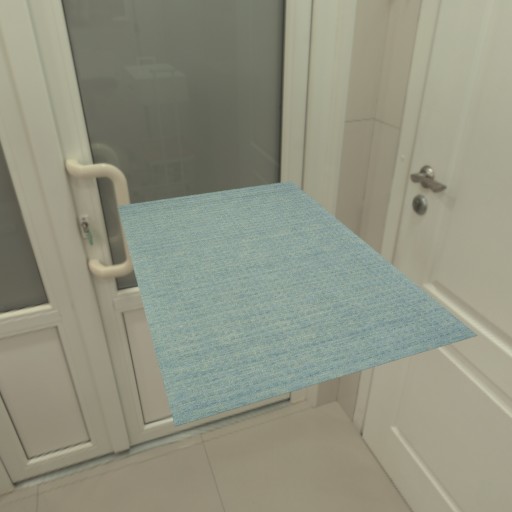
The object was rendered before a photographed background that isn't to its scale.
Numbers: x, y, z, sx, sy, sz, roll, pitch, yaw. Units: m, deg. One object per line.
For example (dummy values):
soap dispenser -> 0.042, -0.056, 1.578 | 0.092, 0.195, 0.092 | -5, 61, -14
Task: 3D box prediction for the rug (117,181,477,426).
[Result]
rug -> 0.000, 0.000, 3.739 | 1.982, 0.006, 2.895 | -11, 33, -18
